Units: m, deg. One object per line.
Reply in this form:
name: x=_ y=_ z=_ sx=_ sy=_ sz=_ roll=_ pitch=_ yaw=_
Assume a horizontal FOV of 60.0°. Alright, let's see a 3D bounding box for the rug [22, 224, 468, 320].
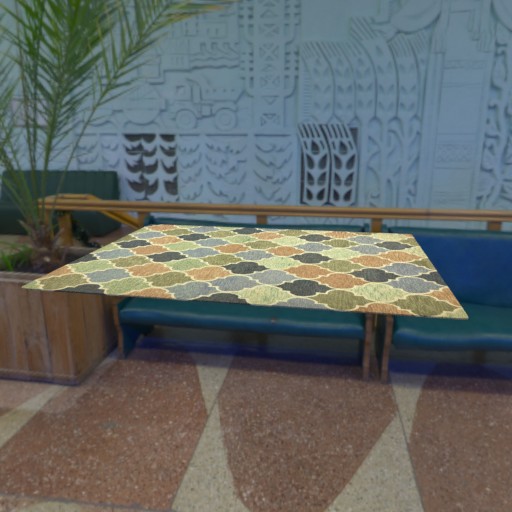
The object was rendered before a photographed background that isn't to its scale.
rug: x=0.000 y=0.000 z=4.237 sx=3.200 sy=0.013 sz=2.439 roll=3 pitch=16 yaw=10
